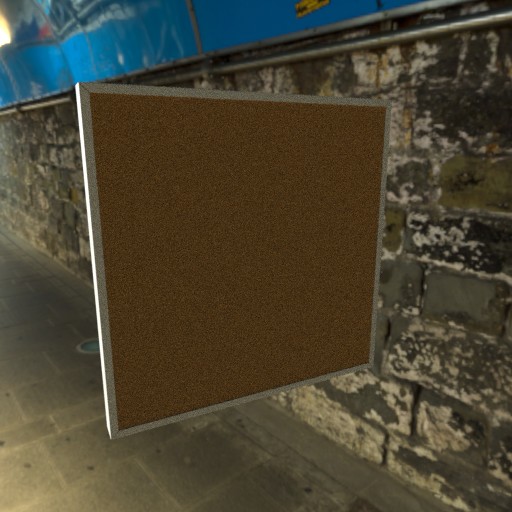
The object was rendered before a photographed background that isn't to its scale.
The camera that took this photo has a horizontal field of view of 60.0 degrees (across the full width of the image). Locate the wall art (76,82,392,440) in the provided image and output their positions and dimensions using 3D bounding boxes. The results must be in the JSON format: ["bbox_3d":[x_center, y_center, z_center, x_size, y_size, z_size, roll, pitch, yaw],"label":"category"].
[{"bbox_3d":[0.000,0.000,0.734,0.508,0.508,0.037,-7,16,-26],"label":"wall art"}]
